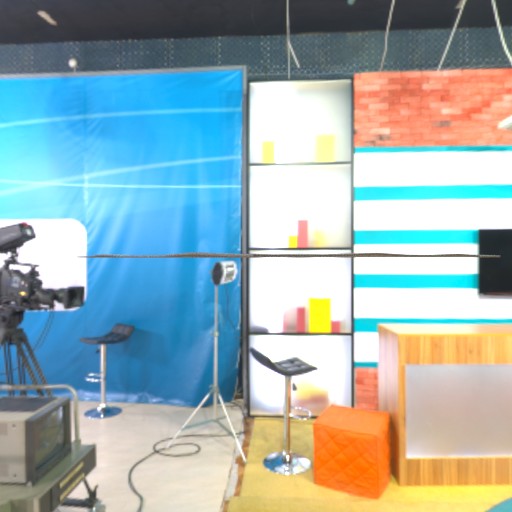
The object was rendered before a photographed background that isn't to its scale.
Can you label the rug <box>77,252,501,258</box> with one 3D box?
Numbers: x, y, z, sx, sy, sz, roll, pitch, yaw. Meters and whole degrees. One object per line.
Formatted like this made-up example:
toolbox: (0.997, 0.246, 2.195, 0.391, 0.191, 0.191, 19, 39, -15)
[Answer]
rug: (0.000, 0.000, 4.191, 2.428, 0.027, 3.333, 0, 0, -36)
